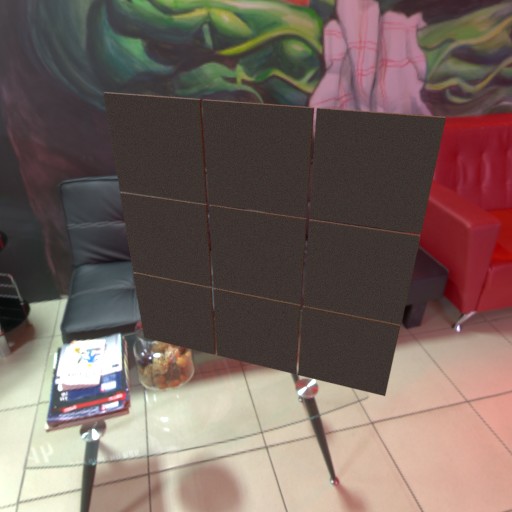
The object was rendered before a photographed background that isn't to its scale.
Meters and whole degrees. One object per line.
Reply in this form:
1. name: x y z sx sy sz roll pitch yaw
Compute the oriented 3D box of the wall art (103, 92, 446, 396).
1. wall art: 0.000 0.000 2.288 1.527 1.521 0.017 10 32 16
